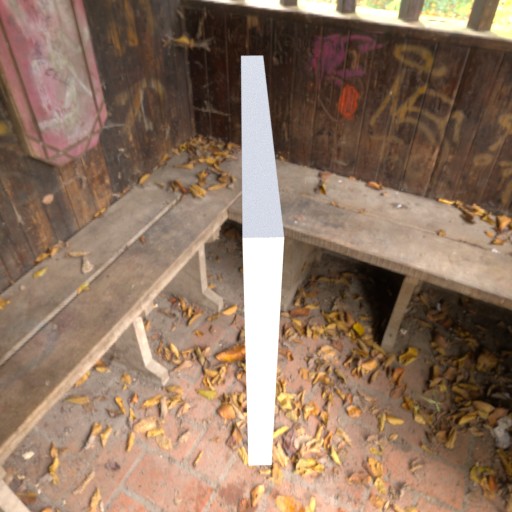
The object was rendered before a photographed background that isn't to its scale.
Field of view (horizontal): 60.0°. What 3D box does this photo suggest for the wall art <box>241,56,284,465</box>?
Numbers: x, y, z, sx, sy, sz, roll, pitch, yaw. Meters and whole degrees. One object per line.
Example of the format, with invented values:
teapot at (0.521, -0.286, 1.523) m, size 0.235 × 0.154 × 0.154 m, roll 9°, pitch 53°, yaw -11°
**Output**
wall art at (0.000, 0.000, 0.543) m, size 0.027 × 0.355 × 0.355 m, roll -1°, pitch 42°, yaw -1°
